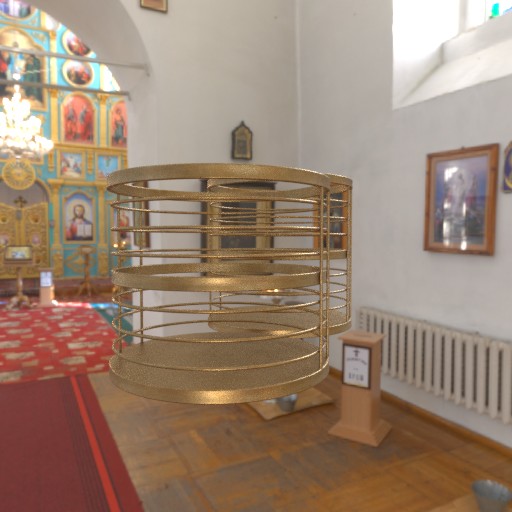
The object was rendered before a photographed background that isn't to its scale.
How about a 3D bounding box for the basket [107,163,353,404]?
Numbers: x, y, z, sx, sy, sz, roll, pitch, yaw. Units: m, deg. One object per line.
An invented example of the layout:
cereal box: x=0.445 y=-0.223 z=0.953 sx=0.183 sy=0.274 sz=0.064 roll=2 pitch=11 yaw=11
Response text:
basket: x=0.000 y=0.000 z=0.919 sx=0.356 sy=0.351 sz=0.746 roll=1 pitch=2 yaw=17
